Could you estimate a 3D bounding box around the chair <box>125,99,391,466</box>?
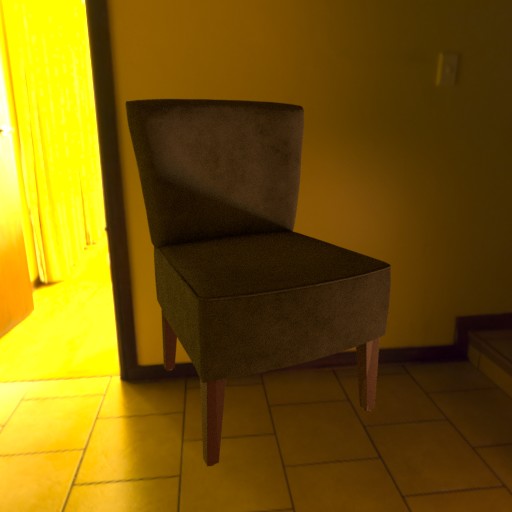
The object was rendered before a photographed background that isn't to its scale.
[{"bbox_3d":[0.000,0.000,1.172,0.521,0.806,0.554,-8,18,-26],"label":"chair"}]
